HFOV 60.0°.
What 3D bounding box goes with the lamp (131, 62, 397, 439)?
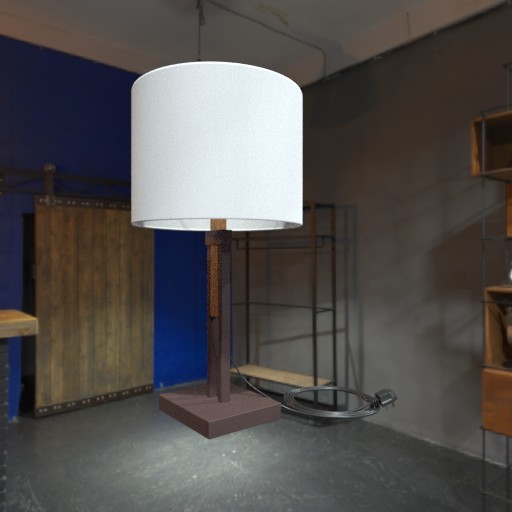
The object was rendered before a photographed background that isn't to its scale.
[{"bbox_3d":[0.000,0.000,0.975,0.525,0.668,0.396,0,0,-38],"label":"lamp"}]
